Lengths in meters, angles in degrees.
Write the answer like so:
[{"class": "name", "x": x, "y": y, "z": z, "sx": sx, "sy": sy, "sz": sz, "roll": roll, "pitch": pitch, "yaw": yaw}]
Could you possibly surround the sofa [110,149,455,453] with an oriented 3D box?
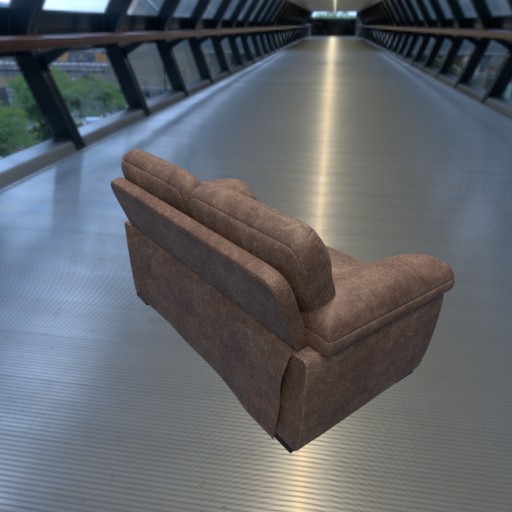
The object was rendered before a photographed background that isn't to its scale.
[{"class": "sofa", "x": 0.000, "y": 0.000, "z": 2.402, "sx": 0.991, "sy": 0.991, "sz": 1.753, "roll": -18, "pitch": 32, "yaw": -32}]
